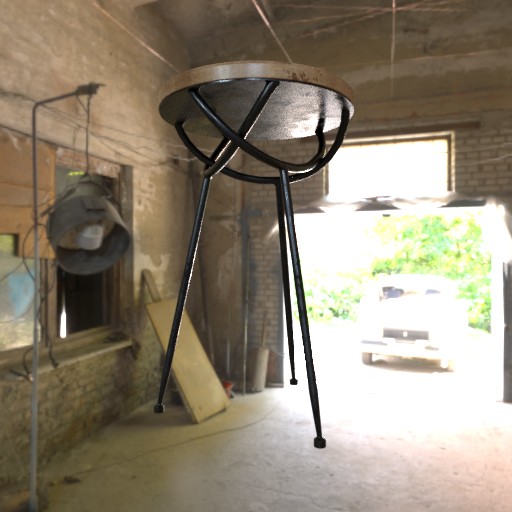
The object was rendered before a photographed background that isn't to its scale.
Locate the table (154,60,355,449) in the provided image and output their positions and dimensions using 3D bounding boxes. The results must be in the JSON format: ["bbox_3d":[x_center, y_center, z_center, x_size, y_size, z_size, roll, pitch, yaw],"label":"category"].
[{"bbox_3d":[0.000,0.000,0.946,0.414,0.664,0.418,0,1,-19],"label":"table"}]
